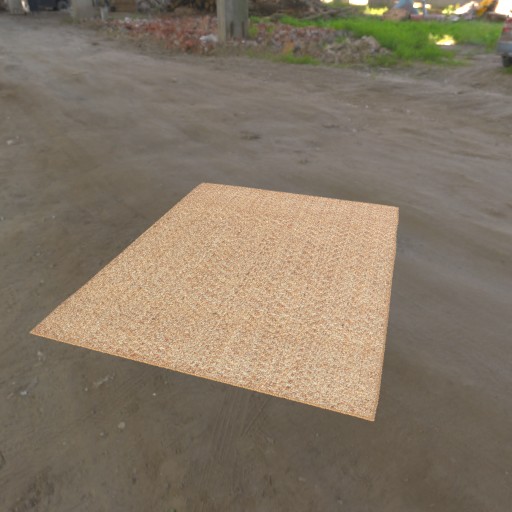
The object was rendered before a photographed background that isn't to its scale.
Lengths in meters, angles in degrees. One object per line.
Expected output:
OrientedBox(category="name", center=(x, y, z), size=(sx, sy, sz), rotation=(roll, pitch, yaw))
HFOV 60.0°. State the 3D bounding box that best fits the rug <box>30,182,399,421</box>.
OrientedBox(category="rug", center=(0.000, 0.000, 4.078), size=(2.439, 0.013, 3.048), rotation=(10, 32, 15))
